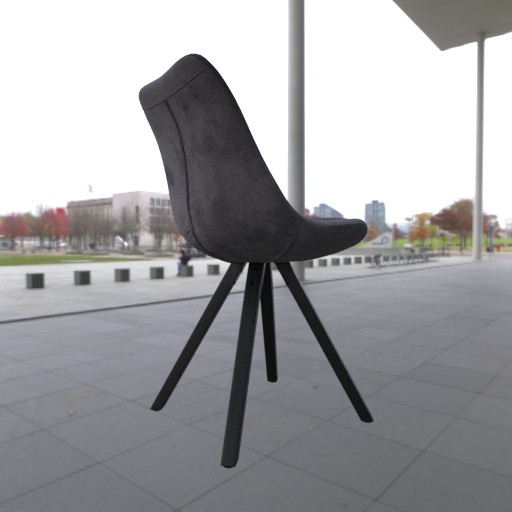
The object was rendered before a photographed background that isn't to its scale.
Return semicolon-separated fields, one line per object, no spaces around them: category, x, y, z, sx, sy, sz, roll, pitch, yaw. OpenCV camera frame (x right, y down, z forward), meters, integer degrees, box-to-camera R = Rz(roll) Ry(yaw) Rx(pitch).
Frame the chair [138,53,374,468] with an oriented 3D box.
chair;0.000;0.000;1.173;0.550;0.850;0.485;-1;2;-35
